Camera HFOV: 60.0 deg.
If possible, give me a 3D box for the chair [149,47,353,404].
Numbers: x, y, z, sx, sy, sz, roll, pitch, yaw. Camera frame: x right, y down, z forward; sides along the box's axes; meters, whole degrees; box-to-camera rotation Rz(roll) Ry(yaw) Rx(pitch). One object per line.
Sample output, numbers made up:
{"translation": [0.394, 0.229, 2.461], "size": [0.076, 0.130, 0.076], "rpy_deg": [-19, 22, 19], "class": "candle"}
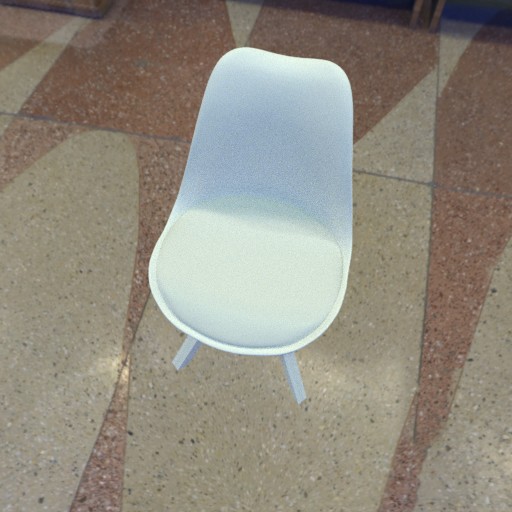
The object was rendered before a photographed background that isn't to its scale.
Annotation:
{"translation": [0.000, 0.000, 1.184], "size": [0.485, 0.850, 0.550], "rpy_deg": [13, 60, 8], "class": "chair"}
